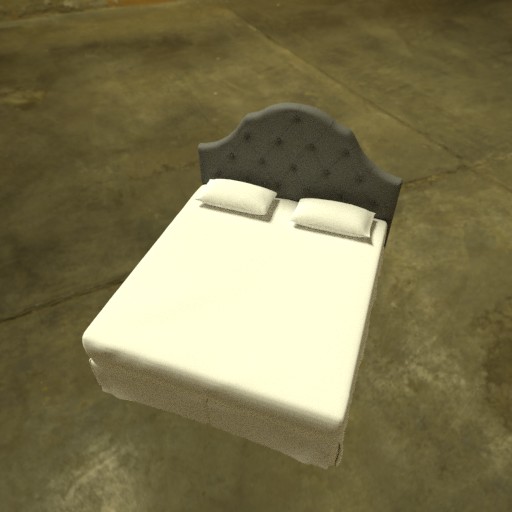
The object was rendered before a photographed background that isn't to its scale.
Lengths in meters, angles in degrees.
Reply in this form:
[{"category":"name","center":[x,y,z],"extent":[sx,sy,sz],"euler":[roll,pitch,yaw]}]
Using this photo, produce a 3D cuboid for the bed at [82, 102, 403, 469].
[{"category":"bed","center":[0.000,0.000,3.538],"extent":[2.008,1.615,2.214],"euler":[13,44,14]}]
